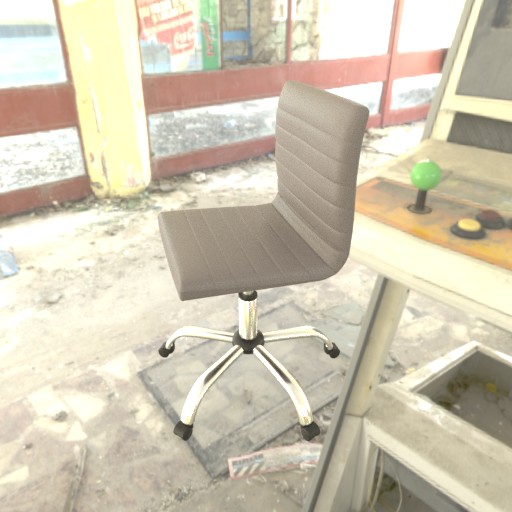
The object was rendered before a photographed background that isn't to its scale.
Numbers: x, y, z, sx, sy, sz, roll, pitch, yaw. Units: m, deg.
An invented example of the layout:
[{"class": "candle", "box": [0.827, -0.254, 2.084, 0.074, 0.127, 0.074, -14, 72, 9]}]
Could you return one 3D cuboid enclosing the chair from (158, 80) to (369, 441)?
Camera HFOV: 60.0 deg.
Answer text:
[{"class": "chair", "box": [0.000, 0.000, 1.115, 0.530, 0.780, 0.556, -9, 30, -15]}]
